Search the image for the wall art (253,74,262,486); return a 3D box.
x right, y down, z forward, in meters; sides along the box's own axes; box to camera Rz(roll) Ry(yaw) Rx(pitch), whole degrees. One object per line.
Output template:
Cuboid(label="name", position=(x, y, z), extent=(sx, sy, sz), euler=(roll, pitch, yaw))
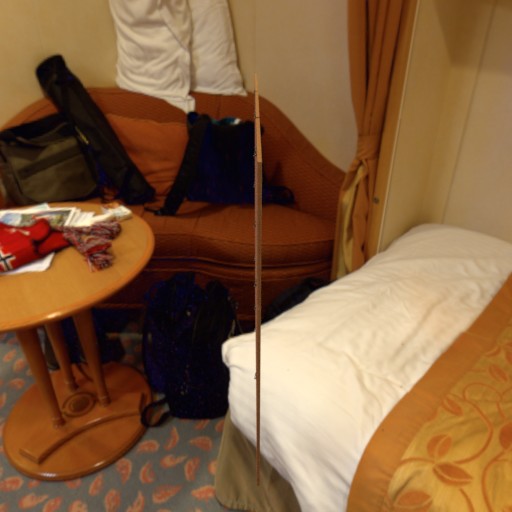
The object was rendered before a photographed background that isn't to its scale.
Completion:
Cuboid(label="wall art", position=(0.000, 0.000, 2.279), extent=(0.023, 1.522, 1.526), euler=(0, 31, 0))
